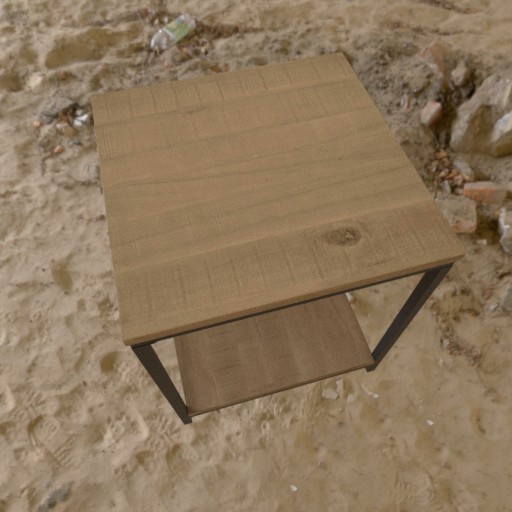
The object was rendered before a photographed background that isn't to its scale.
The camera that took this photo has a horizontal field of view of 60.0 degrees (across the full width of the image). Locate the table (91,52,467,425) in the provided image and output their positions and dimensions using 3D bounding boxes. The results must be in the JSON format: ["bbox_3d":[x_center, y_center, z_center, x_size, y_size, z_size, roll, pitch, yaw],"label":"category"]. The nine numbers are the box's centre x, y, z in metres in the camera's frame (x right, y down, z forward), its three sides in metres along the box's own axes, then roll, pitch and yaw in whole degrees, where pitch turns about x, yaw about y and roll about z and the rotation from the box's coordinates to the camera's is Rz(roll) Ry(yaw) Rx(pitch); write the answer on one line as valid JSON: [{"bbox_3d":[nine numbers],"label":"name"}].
[{"bbox_3d":[0.000,0.000,0.996,0.507,0.589,0.503,-13,59,-8],"label":"table"}]
